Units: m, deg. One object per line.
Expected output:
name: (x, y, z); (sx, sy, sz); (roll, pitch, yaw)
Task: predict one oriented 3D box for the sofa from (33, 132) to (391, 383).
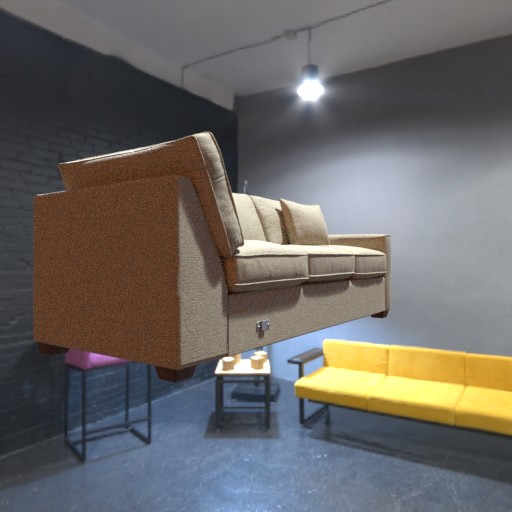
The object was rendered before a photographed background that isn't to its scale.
sofa: (0.000, 0.000, 2.796); (1.053, 0.948, 2.323); (0, 0, 35)
